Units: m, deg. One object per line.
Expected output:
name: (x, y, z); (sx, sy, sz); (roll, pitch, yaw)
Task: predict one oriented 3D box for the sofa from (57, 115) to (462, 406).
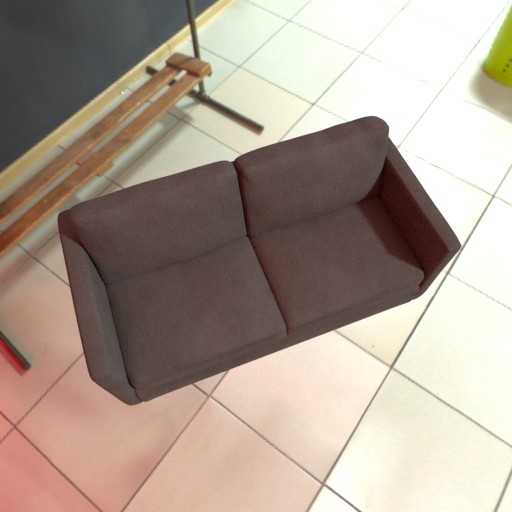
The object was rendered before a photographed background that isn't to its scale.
sofa: (0.000, 0.000, 2.474); (1.884, 0.963, 0.950); (-19, 64, -10)
